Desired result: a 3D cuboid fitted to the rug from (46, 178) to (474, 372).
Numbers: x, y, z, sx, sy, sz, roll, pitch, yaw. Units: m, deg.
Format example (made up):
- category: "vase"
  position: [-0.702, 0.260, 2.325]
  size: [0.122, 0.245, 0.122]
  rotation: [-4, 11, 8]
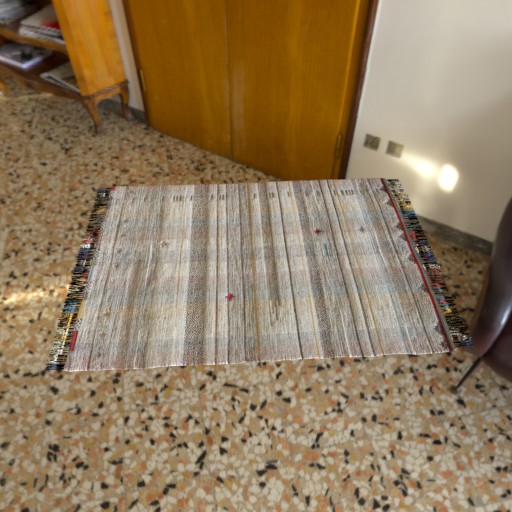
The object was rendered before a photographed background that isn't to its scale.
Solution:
- category: "rug"
  position: [0.000, 0.000, 2.275]
  size: [1.848, 0.012, 1.217]
  rotation: [-2, 48, -2]
